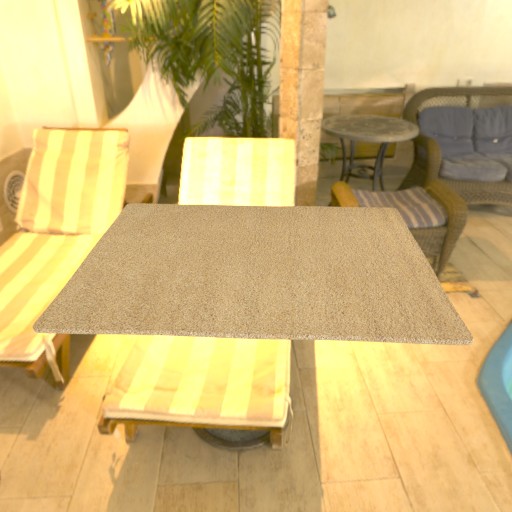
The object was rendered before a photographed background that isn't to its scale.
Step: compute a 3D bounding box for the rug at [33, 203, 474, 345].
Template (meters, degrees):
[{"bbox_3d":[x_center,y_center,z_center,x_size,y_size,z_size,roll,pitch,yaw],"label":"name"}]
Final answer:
[{"bbox_3d":[0.000,0.000,2.117,1.600,0.025,1.199,1,29,2],"label":"rug"}]
